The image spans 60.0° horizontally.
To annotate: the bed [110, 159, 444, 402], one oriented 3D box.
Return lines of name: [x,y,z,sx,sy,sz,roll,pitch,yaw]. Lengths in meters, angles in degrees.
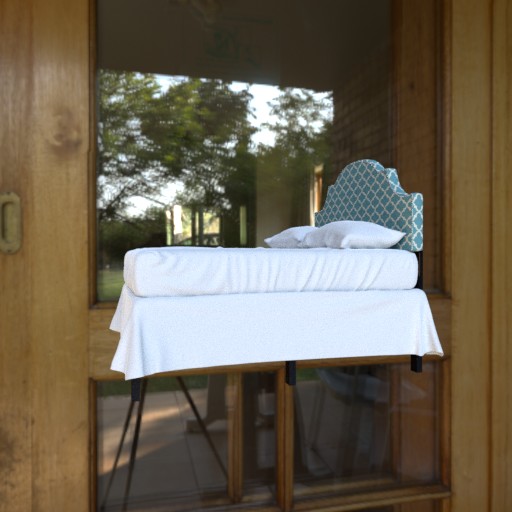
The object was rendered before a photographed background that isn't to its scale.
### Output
bed: [0.000,0.000,3.540,2.222,1.633,1.780,0,0,-18]
